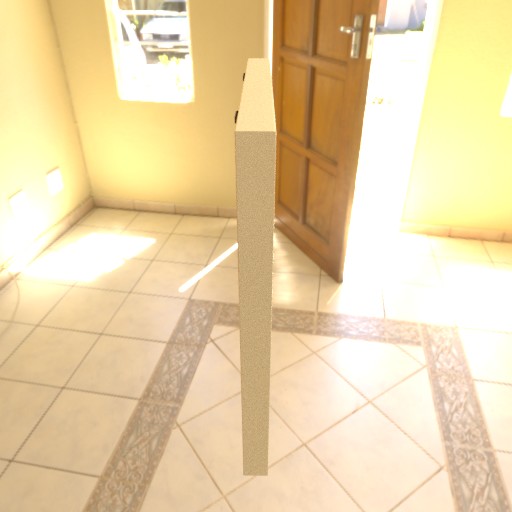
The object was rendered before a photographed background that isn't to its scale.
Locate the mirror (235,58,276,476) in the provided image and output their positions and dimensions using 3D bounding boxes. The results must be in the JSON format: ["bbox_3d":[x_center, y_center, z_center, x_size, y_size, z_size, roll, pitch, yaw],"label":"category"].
[{"bbox_3d":[0.000,0.000,0.687,0.041,0.508,0.405,0,32,1],"label":"mirror"}]
